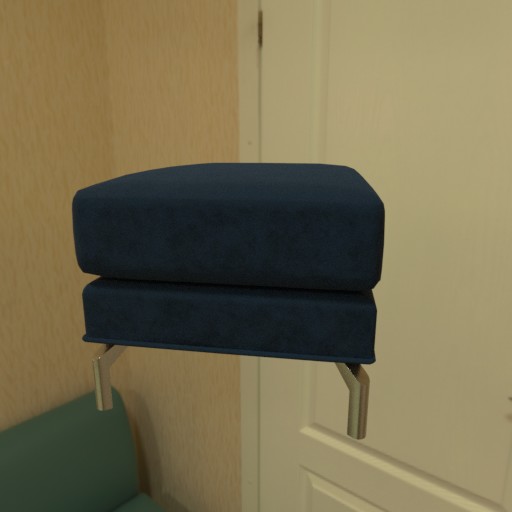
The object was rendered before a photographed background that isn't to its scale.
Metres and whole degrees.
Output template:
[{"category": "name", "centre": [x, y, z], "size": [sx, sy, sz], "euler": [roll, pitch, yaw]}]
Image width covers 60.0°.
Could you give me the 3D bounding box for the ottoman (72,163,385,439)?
[{"category": "ottoman", "centre": [0.000, 0.000, 1.216], "size": [0.587, 0.498, 0.835], "euler": [2, 15, 9]}]
